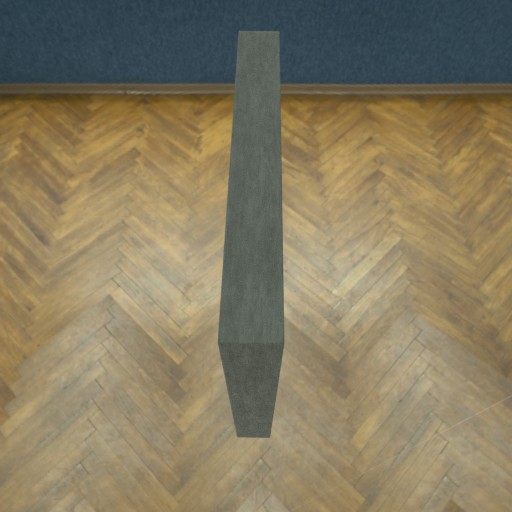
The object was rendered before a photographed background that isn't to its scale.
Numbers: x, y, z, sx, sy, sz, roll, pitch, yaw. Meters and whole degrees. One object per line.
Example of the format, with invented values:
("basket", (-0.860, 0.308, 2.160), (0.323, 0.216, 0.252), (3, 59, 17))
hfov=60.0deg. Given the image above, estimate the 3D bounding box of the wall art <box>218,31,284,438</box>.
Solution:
("wall art", (0.000, 0.000, 0.458), (0.038, 0.302, 0.303), (1, 58, 1))
